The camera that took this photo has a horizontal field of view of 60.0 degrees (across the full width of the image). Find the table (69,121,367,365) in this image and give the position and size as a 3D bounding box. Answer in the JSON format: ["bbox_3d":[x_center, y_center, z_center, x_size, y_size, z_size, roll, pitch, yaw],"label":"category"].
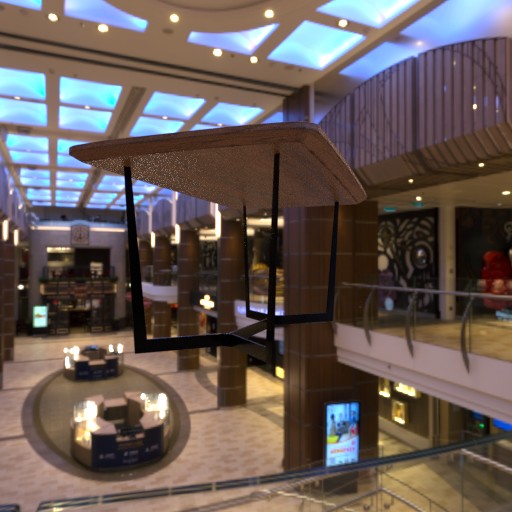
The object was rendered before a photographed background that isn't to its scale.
[{"bbox_3d":[0.000,0.000,2.186,0.949,0.765,1.643,0,-1,19],"label":"table"}]
